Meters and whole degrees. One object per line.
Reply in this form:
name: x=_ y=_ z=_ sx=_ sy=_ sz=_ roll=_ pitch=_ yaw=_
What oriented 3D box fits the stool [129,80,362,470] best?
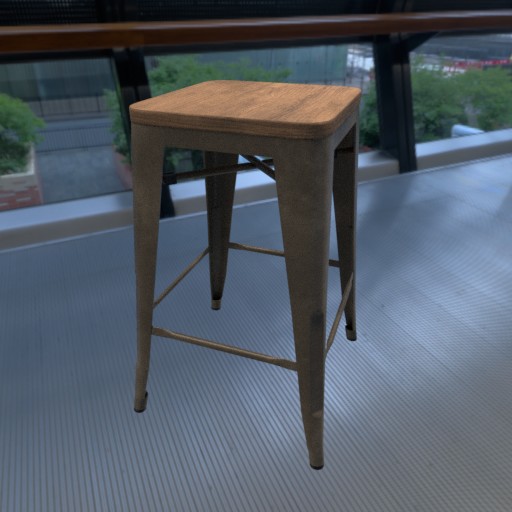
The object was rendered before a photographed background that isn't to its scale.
stool: x=0.000 y=0.000 z=0.885 sx=0.407 sy=0.607 sz=0.407 roll=10 pitch=31 yaw=18
